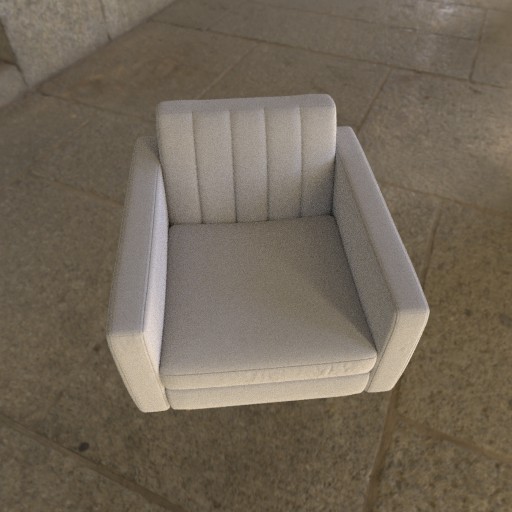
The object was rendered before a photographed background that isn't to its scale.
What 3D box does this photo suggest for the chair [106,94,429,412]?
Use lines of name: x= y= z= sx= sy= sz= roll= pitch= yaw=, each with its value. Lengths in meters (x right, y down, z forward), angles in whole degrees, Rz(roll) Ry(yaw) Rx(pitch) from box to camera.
chair: x=0.000 y=0.000 z=1.710 sx=0.953 sy=0.819 sz=0.998 roll=-4 pitch=48 yaw=-3
